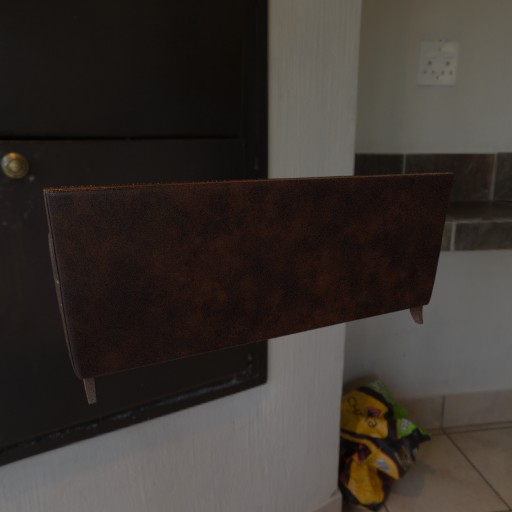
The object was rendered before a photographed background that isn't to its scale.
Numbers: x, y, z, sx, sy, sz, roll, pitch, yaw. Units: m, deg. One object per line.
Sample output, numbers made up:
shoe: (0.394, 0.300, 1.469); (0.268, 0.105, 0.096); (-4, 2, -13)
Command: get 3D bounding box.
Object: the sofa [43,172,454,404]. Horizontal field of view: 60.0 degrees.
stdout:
sofa: (0.000, 0.000, 2.373); (1.995, 0.871, 0.786); (-7, 16, -26)
